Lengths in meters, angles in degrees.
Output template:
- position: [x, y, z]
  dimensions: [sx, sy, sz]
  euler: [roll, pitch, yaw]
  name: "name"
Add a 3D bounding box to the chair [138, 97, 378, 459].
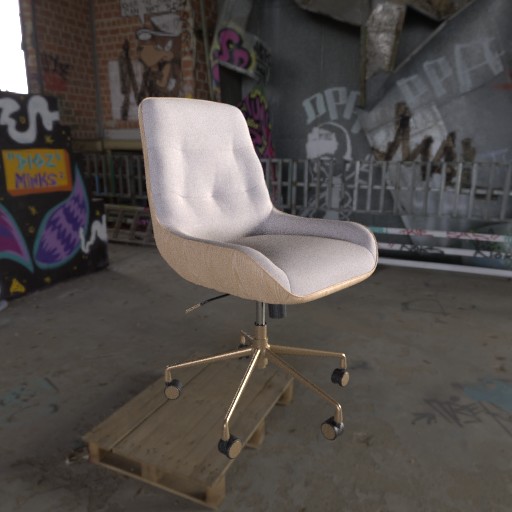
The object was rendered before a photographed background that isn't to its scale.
- position: [0.000, 0.000, 1.355]
  dimensions: [0.668, 0.952, 0.564]
  euler: [13, 19, 43]
  name: "chair"
